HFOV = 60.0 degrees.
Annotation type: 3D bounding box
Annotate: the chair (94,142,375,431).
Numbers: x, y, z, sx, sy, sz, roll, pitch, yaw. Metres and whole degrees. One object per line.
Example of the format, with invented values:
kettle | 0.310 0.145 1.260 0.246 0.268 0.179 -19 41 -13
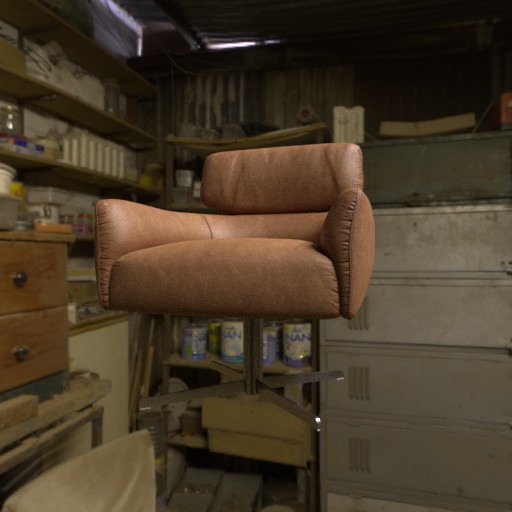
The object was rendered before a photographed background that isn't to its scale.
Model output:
chair | 0.000 0.000 1.349 0.706 0.812 0.715 0 -1 18
